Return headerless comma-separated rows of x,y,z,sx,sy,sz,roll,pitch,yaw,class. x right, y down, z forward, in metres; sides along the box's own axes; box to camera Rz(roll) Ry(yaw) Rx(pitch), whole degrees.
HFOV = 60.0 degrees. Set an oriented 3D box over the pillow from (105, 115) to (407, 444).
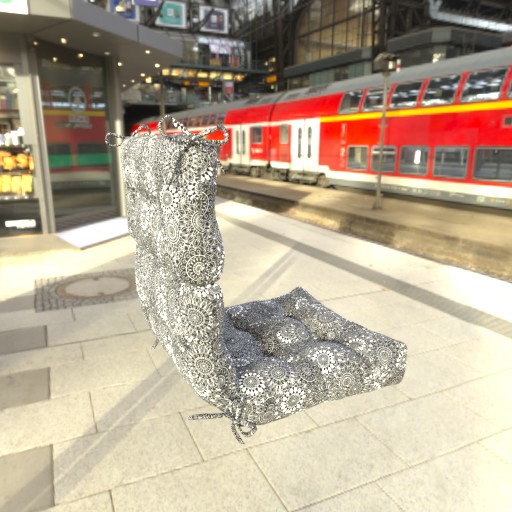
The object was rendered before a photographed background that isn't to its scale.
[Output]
0.000,0.000,1.048,0.571,0.605,0.519,-7,16,-26,pillow
